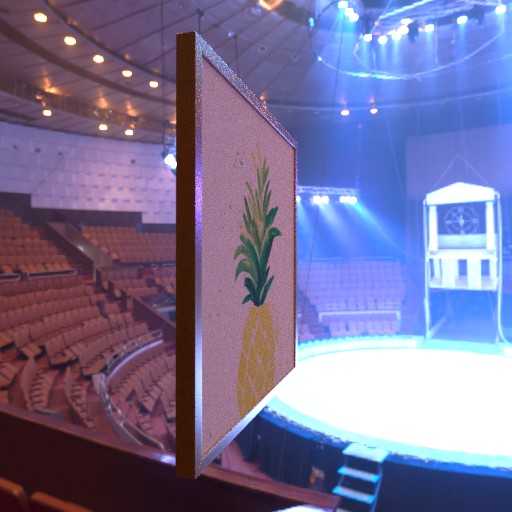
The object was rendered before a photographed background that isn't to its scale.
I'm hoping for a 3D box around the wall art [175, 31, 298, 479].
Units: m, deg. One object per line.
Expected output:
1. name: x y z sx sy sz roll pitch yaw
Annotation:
1. wall art: 0.000 0.000 1.117 0.037 0.760 0.762 0 0 18
